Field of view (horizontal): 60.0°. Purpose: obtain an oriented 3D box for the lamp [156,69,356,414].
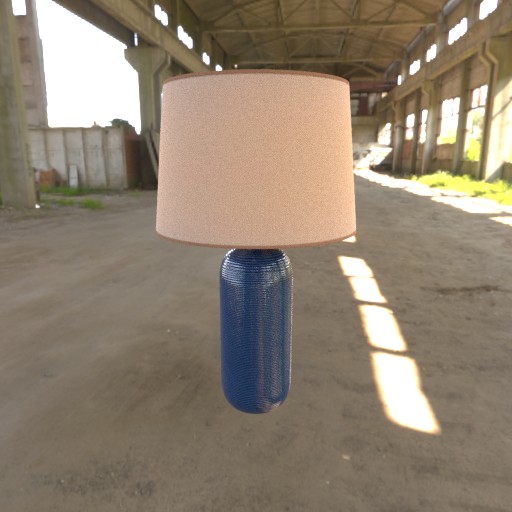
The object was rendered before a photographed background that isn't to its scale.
[{"bbox_3d":[0.000,0.000,0.843,0.367,0.609,0.367,0,13,0],"label":"lamp"}]
